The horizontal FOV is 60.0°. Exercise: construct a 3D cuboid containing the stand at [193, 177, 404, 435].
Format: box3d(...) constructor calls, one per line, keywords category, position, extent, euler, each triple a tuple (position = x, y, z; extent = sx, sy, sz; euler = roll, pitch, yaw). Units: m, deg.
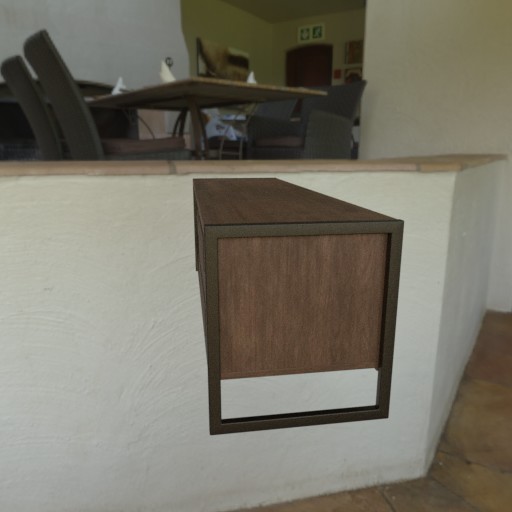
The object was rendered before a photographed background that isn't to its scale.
box3d(category="stand", position=(0.000, 0.000, 1.738), extent=(0.454, 0.506, 1.480), euler=(-2, 14, -9))
